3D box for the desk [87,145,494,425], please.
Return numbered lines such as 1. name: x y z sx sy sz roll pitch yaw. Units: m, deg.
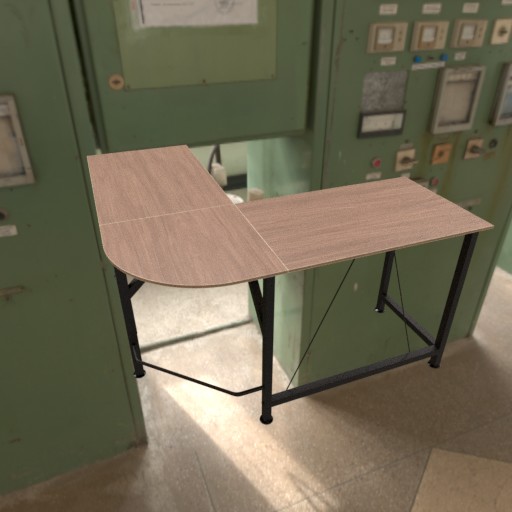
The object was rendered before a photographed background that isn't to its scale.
1. desk: 0.000 0.000 2.226 1.400 0.762 1.400 -11 33 -18
